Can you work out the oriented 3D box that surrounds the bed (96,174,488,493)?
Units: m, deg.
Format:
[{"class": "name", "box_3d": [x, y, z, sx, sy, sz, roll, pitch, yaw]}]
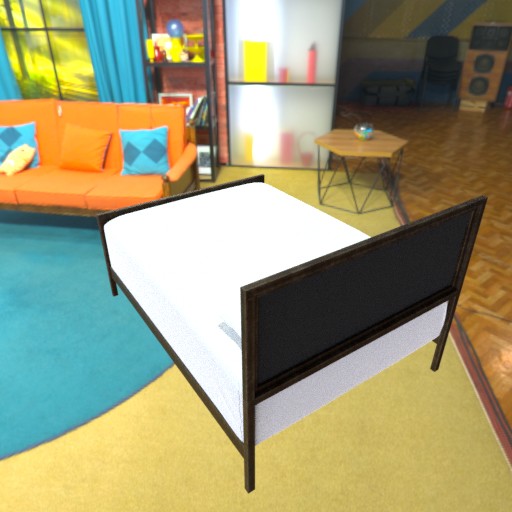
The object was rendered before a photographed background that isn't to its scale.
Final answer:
[{"class": "bed", "box_3d": [0.000, 0.000, 3.196, 1.607, 1.313, 2.221, -19, 36, -29]}]
